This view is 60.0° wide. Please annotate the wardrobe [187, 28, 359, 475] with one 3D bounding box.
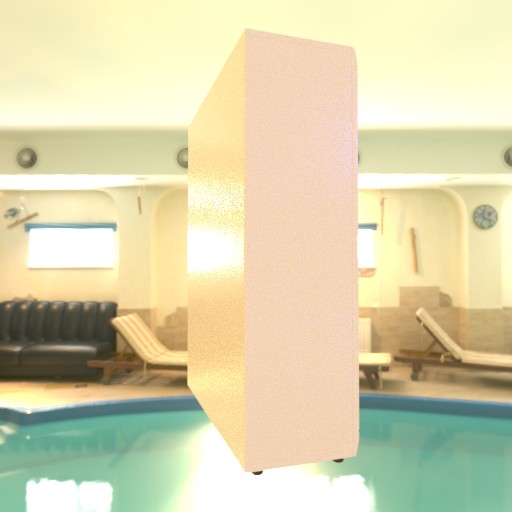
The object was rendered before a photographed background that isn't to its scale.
[{"bbox_3d":[0.000,0.000,1.656,0.360,1.200,0.900,0,-1,-18],"label":"wardrobe"}]
